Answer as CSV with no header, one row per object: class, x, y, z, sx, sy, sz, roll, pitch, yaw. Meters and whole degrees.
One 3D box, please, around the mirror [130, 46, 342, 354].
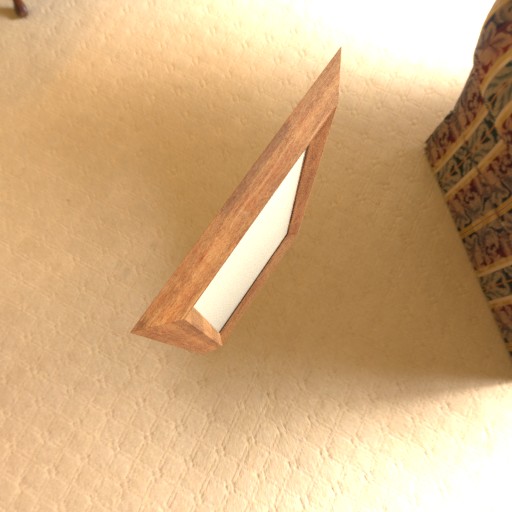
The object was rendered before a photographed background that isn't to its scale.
mirror,0.000,0.000,1.260,0.047,1.010,0.651,33,78,8
